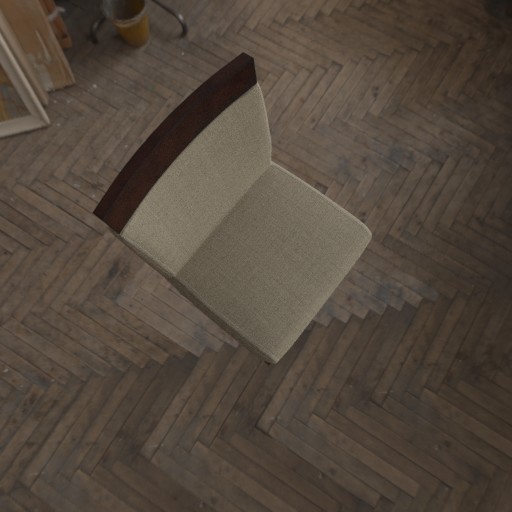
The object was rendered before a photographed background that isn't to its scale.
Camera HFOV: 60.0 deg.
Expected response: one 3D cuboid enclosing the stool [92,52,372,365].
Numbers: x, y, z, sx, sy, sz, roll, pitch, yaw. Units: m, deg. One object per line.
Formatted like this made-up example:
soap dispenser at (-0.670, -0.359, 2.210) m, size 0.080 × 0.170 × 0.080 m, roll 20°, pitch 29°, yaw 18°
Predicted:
stool at (0.000, 0.000, 1.323) m, size 0.480 × 1.011 × 0.463 m, roll 38°, pitch 79°, yaw 9°
